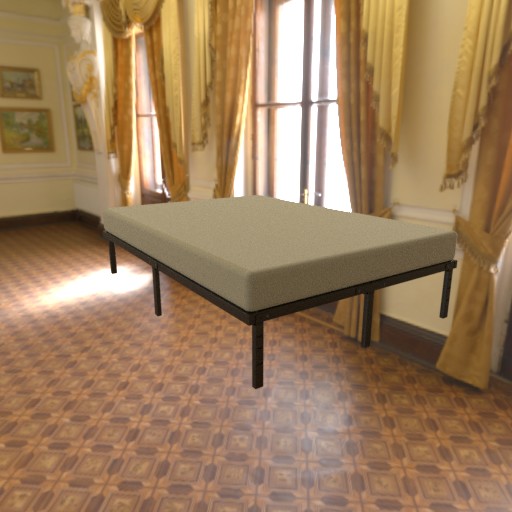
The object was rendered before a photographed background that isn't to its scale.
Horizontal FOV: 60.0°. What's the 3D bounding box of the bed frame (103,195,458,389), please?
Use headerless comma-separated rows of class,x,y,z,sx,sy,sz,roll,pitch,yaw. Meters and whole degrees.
bed frame,0.000,0.000,3.905,2.205,0.680,2.842,-8,17,-26
